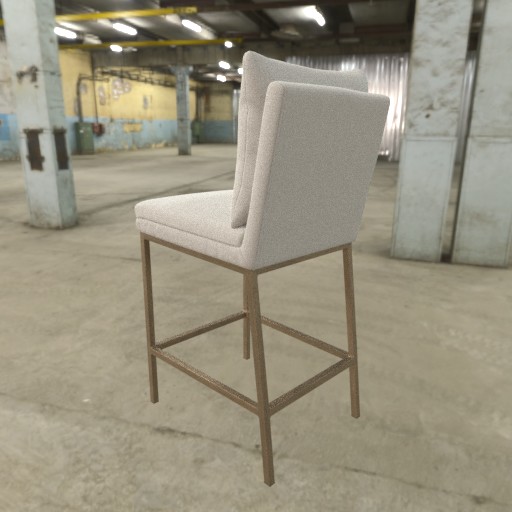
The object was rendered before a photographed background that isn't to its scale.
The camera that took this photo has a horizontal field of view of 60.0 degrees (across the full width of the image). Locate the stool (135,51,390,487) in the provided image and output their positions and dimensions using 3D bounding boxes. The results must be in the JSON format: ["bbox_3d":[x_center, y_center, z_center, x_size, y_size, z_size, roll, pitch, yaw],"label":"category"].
[{"bbox_3d":[0.000,0.000,1.311,0.572,1.032,0.463,15,22,43],"label":"stool"}]
